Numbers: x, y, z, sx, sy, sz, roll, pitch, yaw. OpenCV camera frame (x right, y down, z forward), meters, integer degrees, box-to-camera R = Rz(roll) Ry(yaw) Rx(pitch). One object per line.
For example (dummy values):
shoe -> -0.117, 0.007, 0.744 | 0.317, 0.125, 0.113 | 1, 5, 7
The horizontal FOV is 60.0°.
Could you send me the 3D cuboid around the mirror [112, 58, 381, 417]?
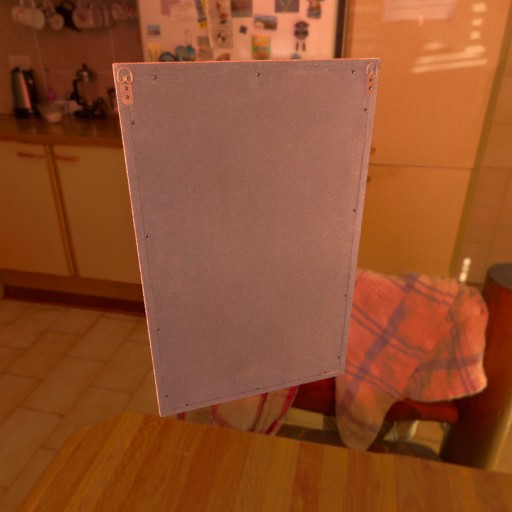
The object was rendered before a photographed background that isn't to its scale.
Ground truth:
mirror -> 0.000, 0.000, 0.973 | 0.495, 0.787, 0.058 | -8, 28, -16
